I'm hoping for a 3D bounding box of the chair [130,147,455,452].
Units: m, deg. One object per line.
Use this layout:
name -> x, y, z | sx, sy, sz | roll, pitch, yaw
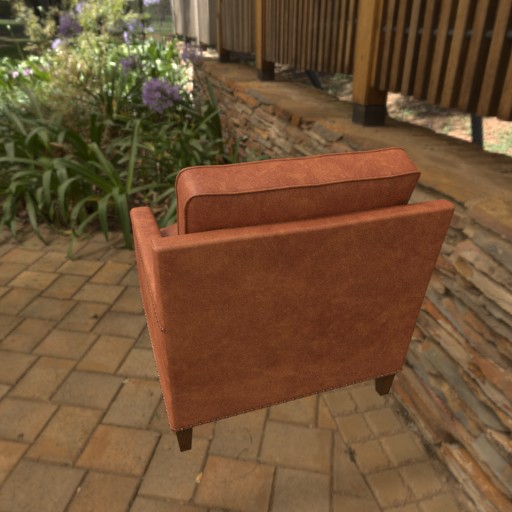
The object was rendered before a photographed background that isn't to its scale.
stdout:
chair -> 0.000, 0.000, 1.692 | 0.853, 0.943, 1.014 | -9, 28, -17
